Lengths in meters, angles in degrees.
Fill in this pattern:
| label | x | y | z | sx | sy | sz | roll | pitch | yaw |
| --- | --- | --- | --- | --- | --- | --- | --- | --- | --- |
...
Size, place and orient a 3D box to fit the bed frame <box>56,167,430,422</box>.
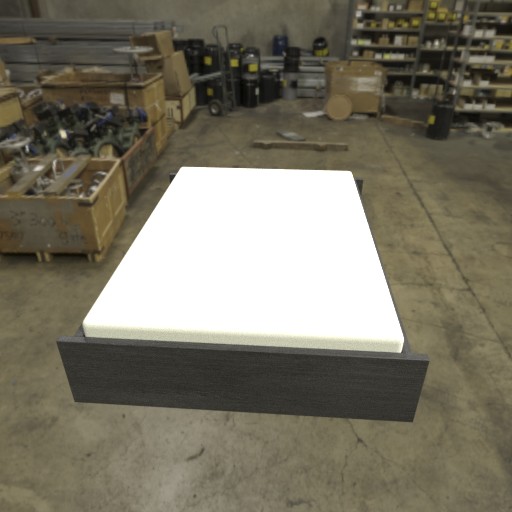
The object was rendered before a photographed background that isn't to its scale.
| label | x | y | z | sx | sy | sz | roll | pitch | yaw |
| --- | --- | --- | --- | --- | --- | --- | --- | --- | --- |
| bed frame | 0.000 | 0.000 | 2.666 | 1.490 | 0.432 | 1.950 | 2 | 31 | 4 |
